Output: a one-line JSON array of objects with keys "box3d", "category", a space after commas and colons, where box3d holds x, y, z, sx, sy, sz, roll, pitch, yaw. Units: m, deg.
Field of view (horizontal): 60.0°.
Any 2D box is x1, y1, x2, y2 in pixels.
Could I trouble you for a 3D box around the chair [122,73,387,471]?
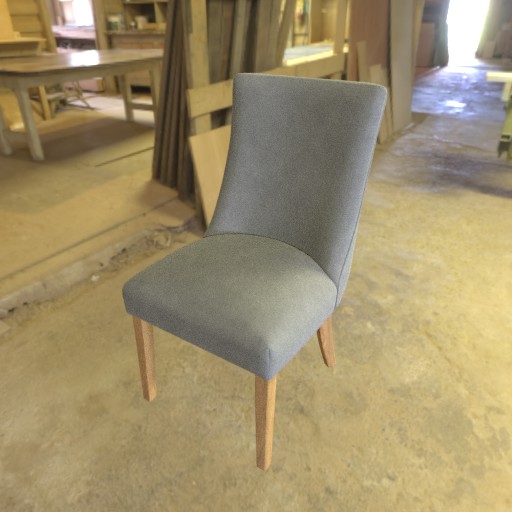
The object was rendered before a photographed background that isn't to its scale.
[{"box3d": [0.000, 0.000, 1.268, 0.495, 0.902, 0.610, 18, 34, 29], "category": "chair"}]
